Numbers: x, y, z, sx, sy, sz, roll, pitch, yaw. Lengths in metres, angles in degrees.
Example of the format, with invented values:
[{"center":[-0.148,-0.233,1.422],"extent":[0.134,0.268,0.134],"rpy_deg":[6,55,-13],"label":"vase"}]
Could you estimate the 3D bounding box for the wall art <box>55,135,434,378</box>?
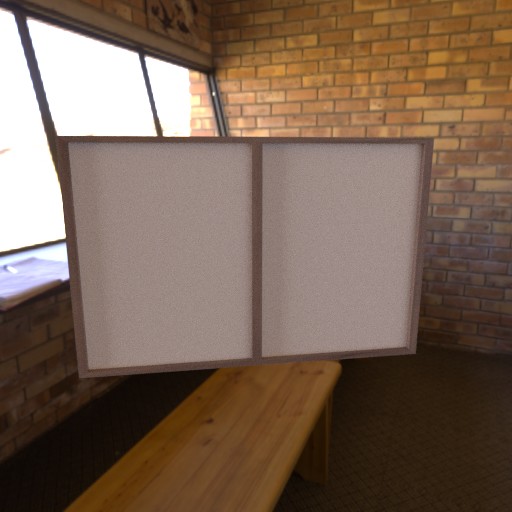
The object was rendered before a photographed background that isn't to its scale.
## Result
[{"center":[0.000,0.000,1.151],"extent":[0.919,0.598,0.038],"rpy_deg":[-2,13,-9],"label":"wall art"}]
